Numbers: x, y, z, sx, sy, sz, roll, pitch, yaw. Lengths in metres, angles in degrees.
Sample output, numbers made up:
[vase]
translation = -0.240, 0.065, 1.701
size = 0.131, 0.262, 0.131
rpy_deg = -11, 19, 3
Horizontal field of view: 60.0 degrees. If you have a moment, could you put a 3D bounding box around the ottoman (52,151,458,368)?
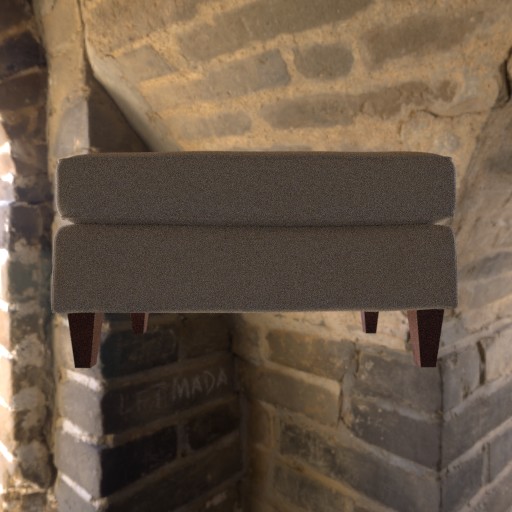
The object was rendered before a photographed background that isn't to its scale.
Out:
[ottoman]
translation = 0.000, 0.000, 1.193
size = 0.862, 0.484, 0.583
rpy_deg = 0, -1, -1
